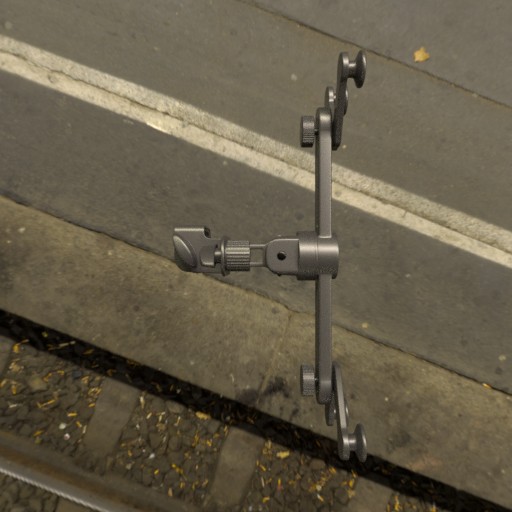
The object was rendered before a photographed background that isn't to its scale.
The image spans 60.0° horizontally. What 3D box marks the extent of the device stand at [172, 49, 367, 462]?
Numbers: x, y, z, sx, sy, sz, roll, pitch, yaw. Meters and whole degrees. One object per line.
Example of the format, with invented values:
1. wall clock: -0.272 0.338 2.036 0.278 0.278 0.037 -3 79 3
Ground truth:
1. device stand: 0.000 0.000 0.364 0.142 0.166 0.270 0 90 0
